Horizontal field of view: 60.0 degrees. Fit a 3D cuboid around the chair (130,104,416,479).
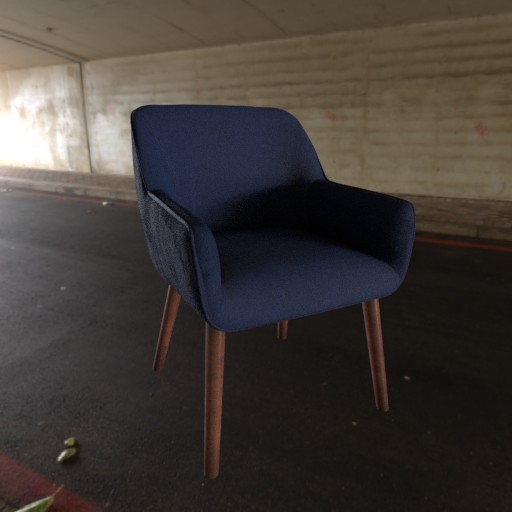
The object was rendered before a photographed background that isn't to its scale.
[{"bbox_3d":[0.000,0.000,1.237,0.600,0.820,0.600,-8,18,-27],"label":"chair"}]
